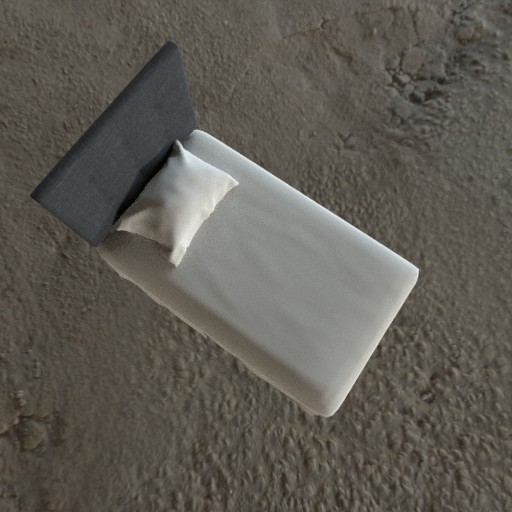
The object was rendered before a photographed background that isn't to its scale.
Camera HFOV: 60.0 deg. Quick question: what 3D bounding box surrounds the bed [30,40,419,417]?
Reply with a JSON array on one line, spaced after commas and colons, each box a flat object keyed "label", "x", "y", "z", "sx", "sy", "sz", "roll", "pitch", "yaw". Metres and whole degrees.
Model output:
[{"label": "bed", "x": 0.000, "y": 0.000, "z": 2.919, "sx": 1.997, "sy": 1.571, "sz": 1.261, "roll": 34, "pitch": 78, "yaw": 9}]
